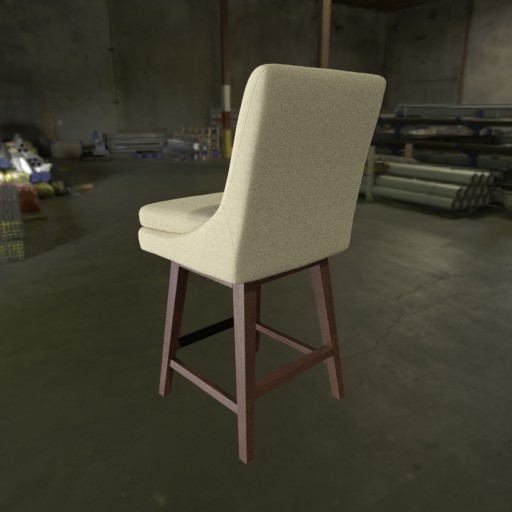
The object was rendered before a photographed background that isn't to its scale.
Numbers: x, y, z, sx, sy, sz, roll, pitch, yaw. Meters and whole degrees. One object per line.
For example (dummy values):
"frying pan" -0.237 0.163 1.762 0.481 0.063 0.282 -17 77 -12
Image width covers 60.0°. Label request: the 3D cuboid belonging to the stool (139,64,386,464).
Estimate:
"stool" 0.000 0.000 1.314 0.483 0.991 0.559 -16 23 -41
